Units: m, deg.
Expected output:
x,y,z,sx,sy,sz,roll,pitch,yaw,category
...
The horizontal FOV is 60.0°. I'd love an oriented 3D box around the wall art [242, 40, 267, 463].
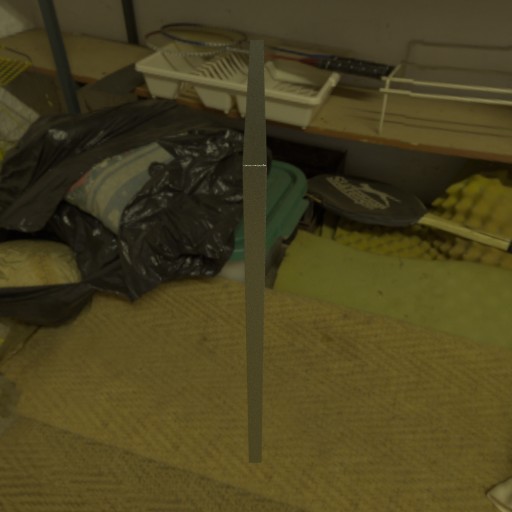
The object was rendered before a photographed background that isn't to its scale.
x,y,z,sx,sy,sz,roll,pitch,yaw,category
0.000,0.000,1.395,0.041,1.062,0.803,0,40,0,wall art
